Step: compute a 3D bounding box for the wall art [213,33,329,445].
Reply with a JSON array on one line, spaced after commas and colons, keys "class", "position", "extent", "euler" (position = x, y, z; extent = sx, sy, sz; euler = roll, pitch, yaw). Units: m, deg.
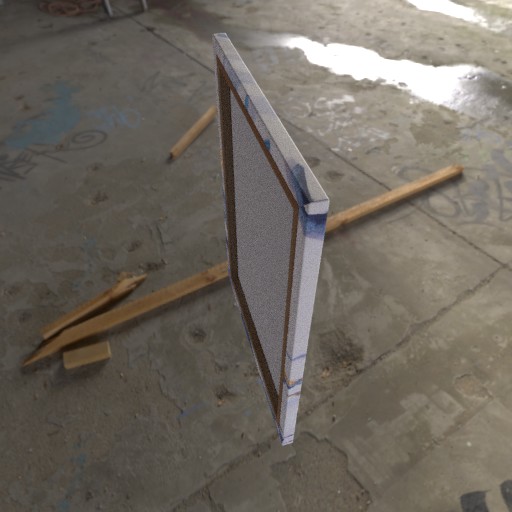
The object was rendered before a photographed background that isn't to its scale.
[{"class": "wall art", "position": [0.000, 0.000, 1.335], "extent": [0.038, 1.015, 0.761], "euler": [-11, 47, -11]}]
